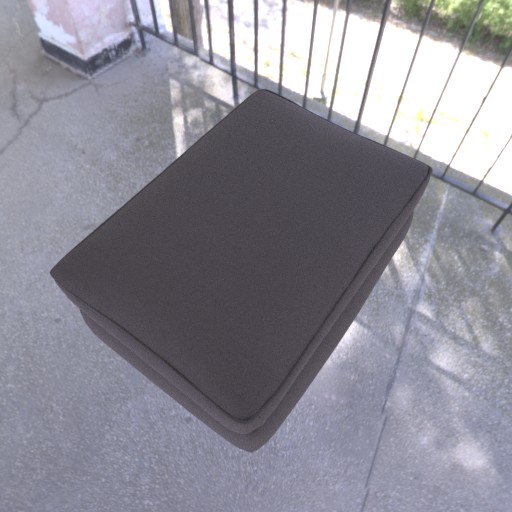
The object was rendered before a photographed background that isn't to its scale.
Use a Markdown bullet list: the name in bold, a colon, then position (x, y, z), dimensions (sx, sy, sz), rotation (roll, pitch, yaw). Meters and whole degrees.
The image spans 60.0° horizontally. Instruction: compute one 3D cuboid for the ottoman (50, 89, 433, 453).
- **ottoman**: position (0.000, 0.000, 1.000), dimensions (0.508, 0.406, 0.686), rotation (32, 63, 19)
